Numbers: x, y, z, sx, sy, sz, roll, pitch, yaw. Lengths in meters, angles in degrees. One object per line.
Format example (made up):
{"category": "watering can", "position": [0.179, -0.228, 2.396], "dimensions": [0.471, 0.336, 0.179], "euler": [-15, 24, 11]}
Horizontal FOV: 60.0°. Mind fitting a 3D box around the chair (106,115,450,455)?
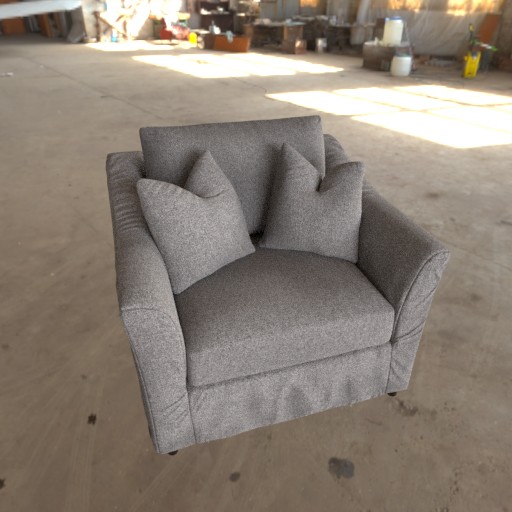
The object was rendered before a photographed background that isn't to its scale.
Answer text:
{"category": "chair", "position": [0.000, 0.000, 2.006], "dimensions": [1.194, 1.059, 1.071], "euler": [-9, 32, -15]}
